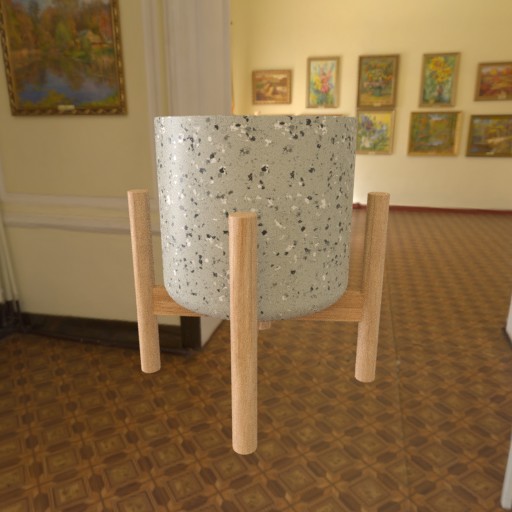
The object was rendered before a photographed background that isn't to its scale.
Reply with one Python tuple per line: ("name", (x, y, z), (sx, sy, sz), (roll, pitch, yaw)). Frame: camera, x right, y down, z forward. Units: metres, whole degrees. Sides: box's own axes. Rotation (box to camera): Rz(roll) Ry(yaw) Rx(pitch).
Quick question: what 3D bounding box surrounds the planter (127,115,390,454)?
("planter", (0.000, 0.000, 0.538), (0.284, 0.320, 0.284), (8, 18, 26))
